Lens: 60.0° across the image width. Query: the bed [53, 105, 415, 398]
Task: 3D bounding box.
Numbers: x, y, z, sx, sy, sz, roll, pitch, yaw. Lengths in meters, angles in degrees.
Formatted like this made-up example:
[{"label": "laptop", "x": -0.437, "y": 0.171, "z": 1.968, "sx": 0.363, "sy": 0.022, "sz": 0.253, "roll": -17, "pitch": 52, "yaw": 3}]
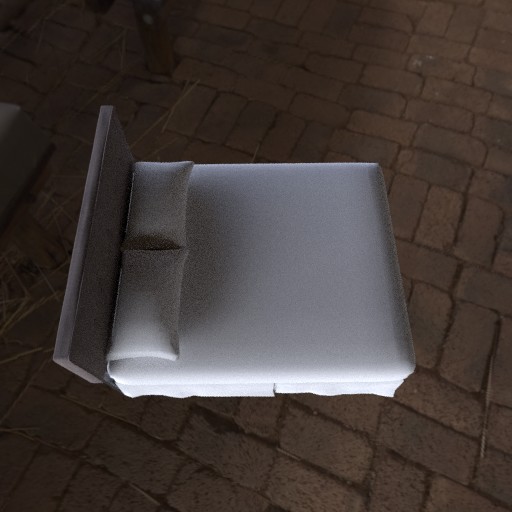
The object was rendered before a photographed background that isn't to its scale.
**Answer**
[{"label": "bed", "x": 0.000, "y": 0.000, "z": 2.855, "sx": 1.894, "sy": 1.089, "sz": 1.610, "roll": -1, "pitch": 64, "yaw": 0}]
